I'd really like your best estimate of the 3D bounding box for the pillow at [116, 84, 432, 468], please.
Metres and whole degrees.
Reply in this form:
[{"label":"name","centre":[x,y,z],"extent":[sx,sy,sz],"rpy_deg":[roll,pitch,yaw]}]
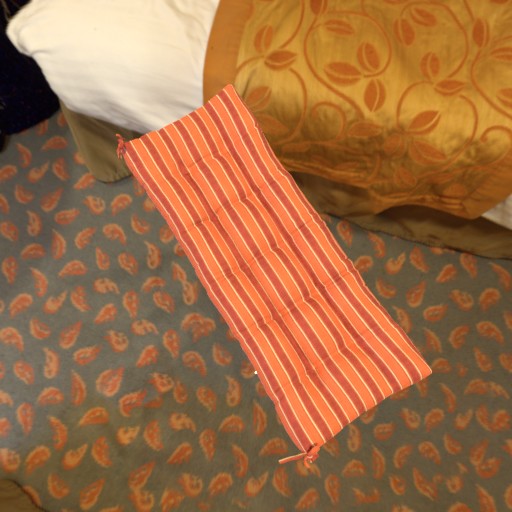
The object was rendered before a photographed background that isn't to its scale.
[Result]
[{"label":"pillow","centre":[0.000,0.000,1.380],"extent":[0.511,0.174,1.194],"rpy_deg":[-31,77,-8]}]
